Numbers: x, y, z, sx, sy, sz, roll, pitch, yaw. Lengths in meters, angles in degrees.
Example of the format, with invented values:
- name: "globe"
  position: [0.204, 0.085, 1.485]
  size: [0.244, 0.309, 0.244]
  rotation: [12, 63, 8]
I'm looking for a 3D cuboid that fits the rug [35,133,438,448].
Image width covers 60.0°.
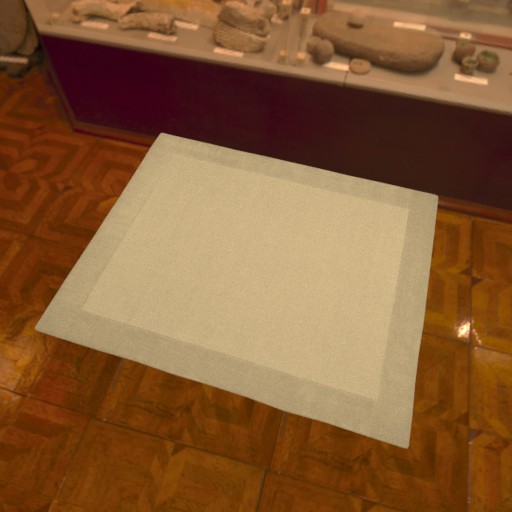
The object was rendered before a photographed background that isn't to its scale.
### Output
- name: "rug"
  position: [0.000, 0.000, 3.943]
  size: [2.976, 0.018, 2.430]
  rotation: [15, 58, 10]
